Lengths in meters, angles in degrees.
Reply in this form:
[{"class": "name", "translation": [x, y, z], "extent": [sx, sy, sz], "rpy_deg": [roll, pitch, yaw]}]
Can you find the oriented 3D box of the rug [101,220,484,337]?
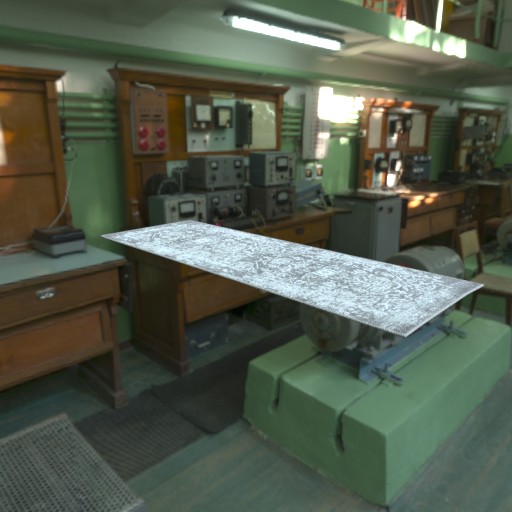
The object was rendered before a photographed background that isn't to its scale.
[{"class": "rug", "translation": [0.000, 0.000, 2.811], "extent": [2.452, 0.017, 0.855], "rpy_deg": [15, 21, 42]}]
